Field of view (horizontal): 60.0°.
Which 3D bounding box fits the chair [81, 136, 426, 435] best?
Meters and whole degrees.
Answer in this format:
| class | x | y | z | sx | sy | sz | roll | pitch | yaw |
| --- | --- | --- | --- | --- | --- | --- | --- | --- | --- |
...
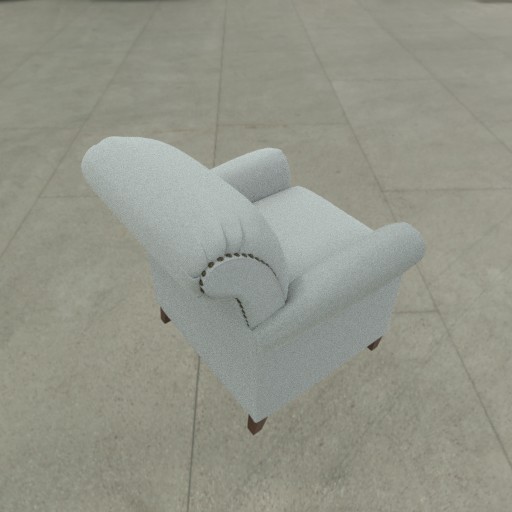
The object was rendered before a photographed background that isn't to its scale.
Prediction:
| class | x | y | z | sx | sy | sz | roll | pitch | yaw |
| --- | --- | --- | --- | --- | --- | --- | --- | --- | --- |
| chair | 0.000 | 0.000 | 1.605 | 0.890 | 0.927 | 0.854 | -26 | 47 | -28 |
